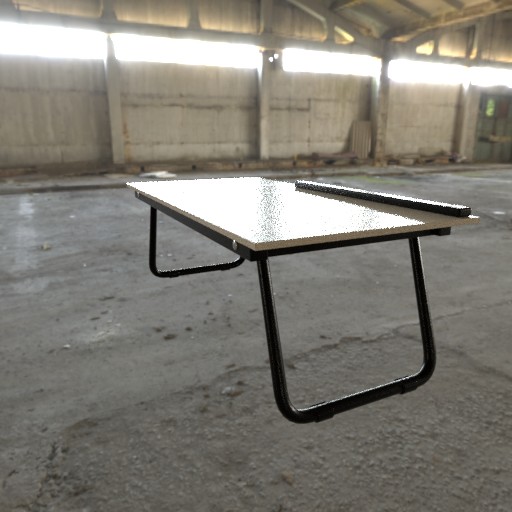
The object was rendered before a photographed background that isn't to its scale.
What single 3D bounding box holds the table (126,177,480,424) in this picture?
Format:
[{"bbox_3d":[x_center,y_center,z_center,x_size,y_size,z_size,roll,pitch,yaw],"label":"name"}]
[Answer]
[{"bbox_3d":[0.000,0.000,0.803,0.322,0.242,0.644,-7,17,-26],"label":"table"}]
